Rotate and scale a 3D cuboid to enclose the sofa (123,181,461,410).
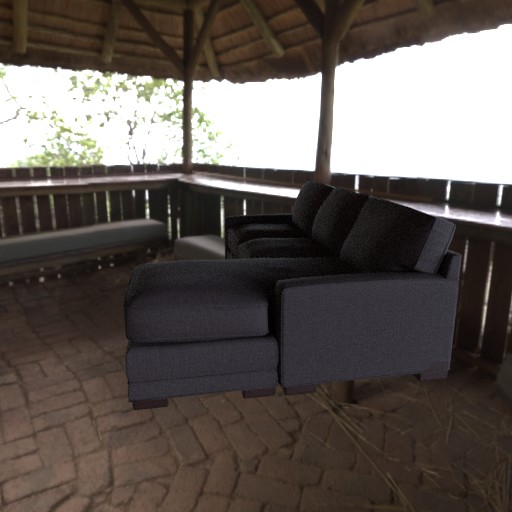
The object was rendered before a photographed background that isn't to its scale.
[{"bbox_3d":[0.000,0.000,3.365,1.790,0.973,2.370,-3,14,-11],"label":"sofa"}]
